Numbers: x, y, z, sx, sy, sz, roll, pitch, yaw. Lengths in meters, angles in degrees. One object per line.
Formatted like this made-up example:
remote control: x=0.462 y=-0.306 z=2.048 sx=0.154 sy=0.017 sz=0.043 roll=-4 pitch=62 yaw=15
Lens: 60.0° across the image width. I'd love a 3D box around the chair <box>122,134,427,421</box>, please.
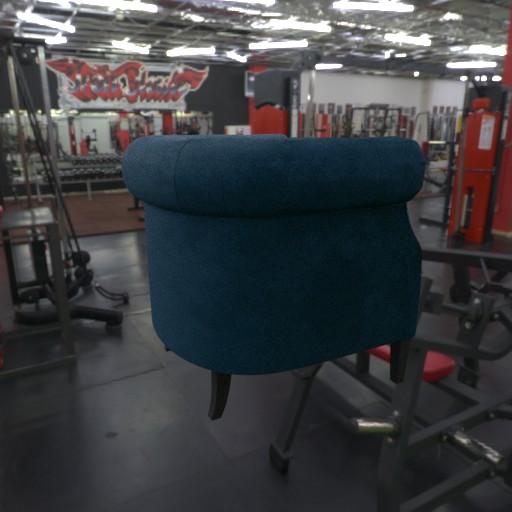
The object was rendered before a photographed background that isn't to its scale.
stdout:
chair: x=0.000 y=0.000 z=1.561 sx=0.851 sy=0.826 sz=0.904 roll=-8 pitch=18 yaw=-26
